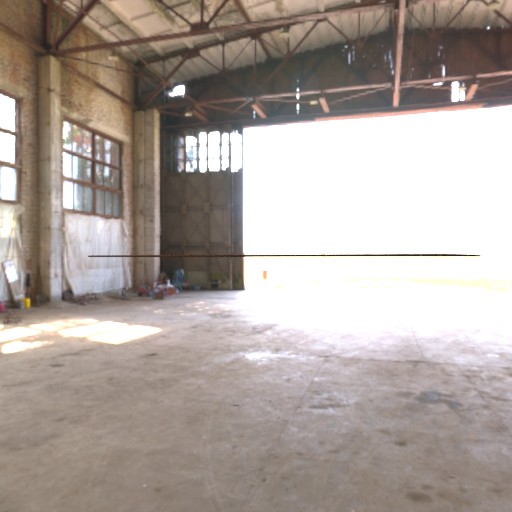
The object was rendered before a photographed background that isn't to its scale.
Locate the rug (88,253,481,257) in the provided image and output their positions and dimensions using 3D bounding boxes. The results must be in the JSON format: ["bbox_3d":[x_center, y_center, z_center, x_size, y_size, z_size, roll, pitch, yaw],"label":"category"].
[{"bbox_3d":[0.000,0.000,2.792,2.448,0.012,0.769,0,0,36],"label":"rug"}]
